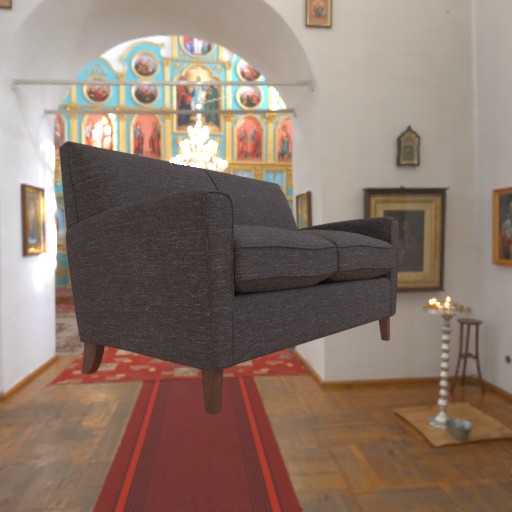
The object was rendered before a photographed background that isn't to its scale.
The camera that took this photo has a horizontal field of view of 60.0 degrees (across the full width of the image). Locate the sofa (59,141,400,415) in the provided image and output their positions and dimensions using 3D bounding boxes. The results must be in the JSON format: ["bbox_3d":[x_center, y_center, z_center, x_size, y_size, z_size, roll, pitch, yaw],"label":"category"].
[{"bbox_3d":[0.000,0.000,2.054,0.867,0.905,1.509,1,1,38],"label":"sofa"}]
